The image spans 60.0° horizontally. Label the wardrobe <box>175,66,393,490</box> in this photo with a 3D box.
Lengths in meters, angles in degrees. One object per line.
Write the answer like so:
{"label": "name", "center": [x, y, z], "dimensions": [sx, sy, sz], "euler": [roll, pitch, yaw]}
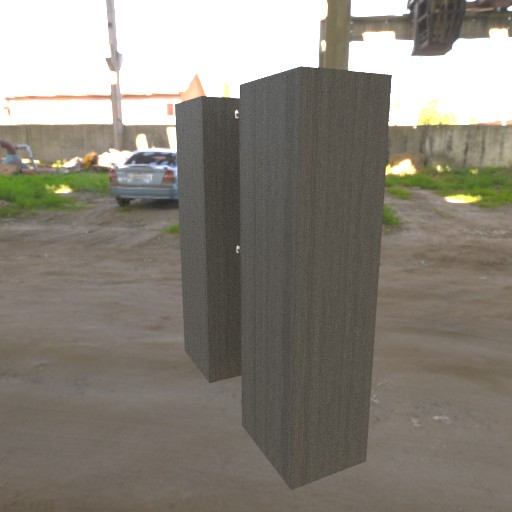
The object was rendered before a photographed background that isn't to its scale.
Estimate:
{"label": "wardrobe", "center": [0.000, 0.000, 2.878], "dimensions": [0.480, 2.000, 1.770], "euler": [-7, 15, -26]}
